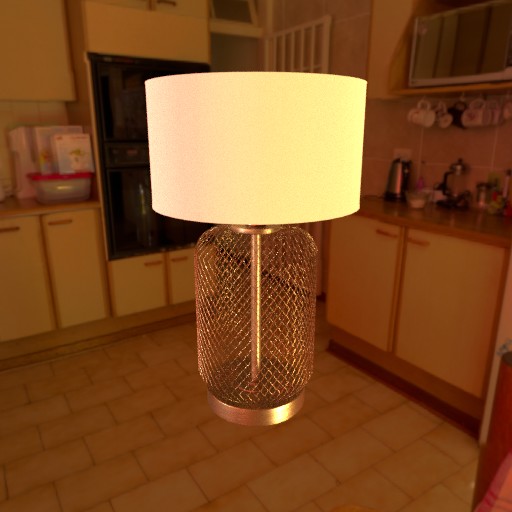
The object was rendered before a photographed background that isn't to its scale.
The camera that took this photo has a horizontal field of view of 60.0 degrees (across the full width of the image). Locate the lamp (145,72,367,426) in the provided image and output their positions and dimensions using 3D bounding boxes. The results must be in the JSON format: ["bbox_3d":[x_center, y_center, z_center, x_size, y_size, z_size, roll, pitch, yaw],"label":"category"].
[{"bbox_3d":[0.000,0.000,0.800,0.353,0.578,0.353,0,16,0],"label":"lamp"}]
